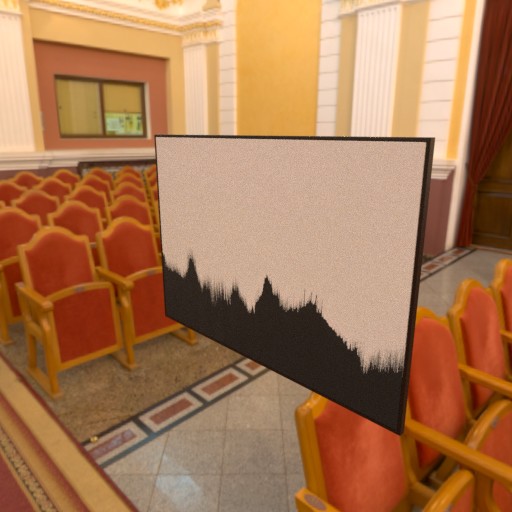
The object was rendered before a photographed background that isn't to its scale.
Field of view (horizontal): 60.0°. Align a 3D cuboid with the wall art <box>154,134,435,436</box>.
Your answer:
[{"bbox_3d":[0.000,0.000,1.259,0.019,0.660,0.957,-15,22,-42],"label":"wall art"}]
